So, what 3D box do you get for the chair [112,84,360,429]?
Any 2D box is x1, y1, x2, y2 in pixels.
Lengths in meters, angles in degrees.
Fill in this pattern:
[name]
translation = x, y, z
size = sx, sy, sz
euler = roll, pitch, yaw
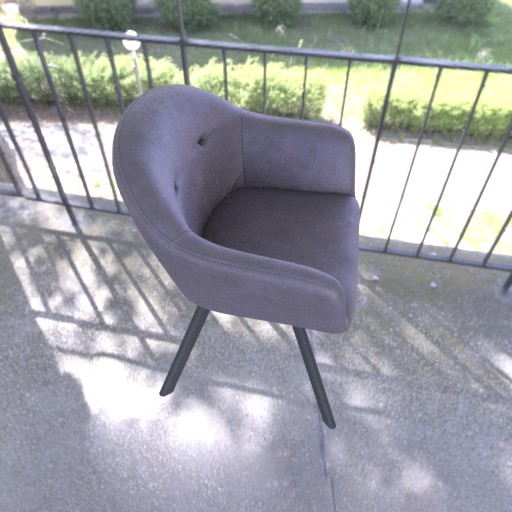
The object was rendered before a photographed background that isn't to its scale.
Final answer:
[chair]
translation = 0.000, 0.000, 1.148
size = 0.544, 0.781, 0.567
euler = 8, 46, 8
